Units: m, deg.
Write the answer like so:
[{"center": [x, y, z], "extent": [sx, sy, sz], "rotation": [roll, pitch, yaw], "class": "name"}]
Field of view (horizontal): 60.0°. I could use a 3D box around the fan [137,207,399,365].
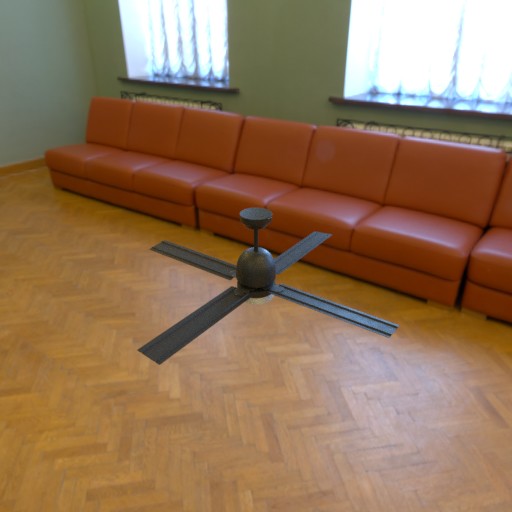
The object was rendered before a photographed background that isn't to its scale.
[{"center": [0.000, 0.000, 1.993], "extent": [1.319, 0.410, 1.319], "rotation": [17, 32, 30], "class": "fan"}]
